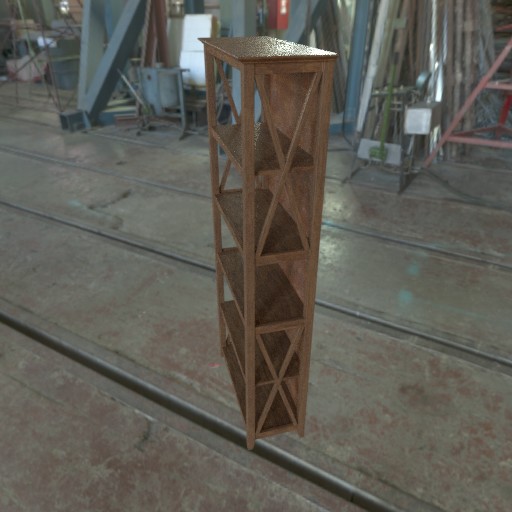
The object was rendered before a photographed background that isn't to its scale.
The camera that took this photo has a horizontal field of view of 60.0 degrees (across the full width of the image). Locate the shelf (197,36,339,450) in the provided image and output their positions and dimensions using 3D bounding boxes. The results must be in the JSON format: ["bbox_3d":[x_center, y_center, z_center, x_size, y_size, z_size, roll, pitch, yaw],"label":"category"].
[{"bbox_3d":[0.000,0.000,2.205,0.335,1.905,0.805,-8,31,-13],"label":"shelf"}]
